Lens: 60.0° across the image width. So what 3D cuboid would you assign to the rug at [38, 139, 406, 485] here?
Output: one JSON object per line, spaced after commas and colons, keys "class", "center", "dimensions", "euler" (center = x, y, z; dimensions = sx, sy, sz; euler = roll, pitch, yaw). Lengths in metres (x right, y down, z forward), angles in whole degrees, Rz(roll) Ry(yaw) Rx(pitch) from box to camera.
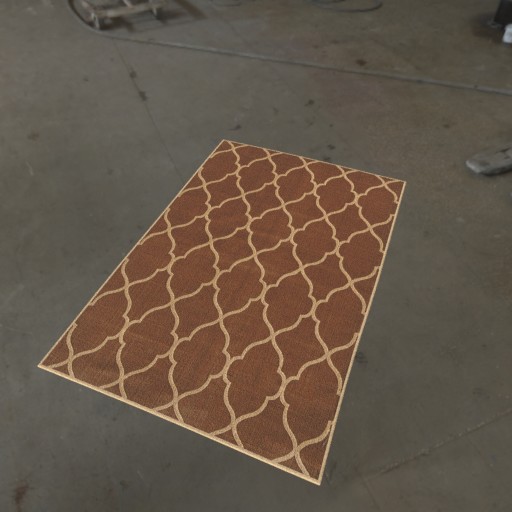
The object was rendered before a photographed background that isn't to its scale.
{"class": "rug", "center": [0.000, 0.000, 2.817], "dimensions": [1.526, 0.014, 2.290], "euler": [16, 49, 15]}
